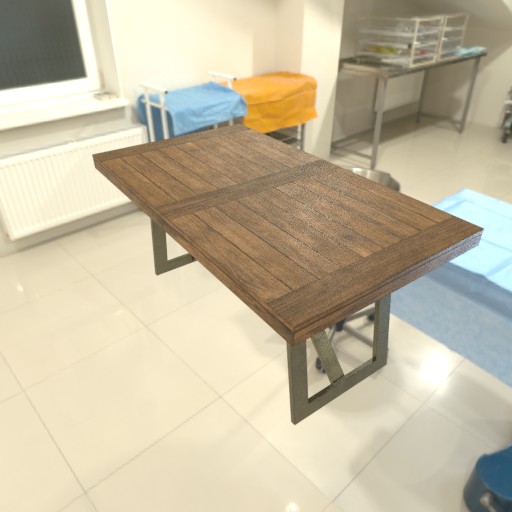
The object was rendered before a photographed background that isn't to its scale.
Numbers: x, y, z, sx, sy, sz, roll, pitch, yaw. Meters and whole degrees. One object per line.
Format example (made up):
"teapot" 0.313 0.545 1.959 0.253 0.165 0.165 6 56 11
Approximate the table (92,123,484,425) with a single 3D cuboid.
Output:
"table" 0.000 0.000 2.200 0.931 0.757 1.641 -22 39 -29
